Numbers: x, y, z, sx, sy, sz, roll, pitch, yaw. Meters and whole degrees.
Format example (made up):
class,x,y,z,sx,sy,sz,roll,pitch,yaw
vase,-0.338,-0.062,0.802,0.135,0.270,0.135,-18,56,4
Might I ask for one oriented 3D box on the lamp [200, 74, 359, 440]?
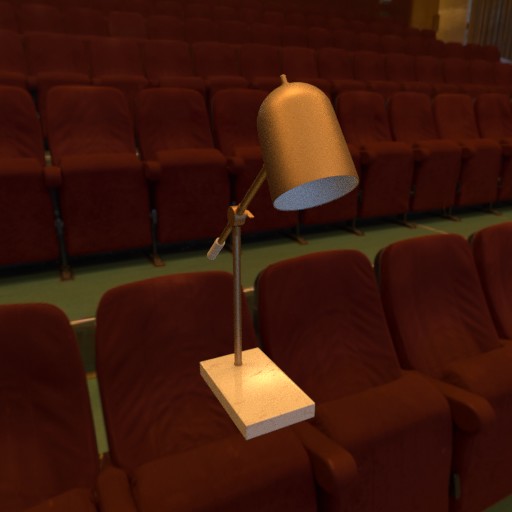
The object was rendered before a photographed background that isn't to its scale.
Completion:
class,x,y,z,sx,sy,sz,roll,pitch,yaw
lamp,0.000,0.000,0.812,0.144,0.603,0.471,-9,19,-25
